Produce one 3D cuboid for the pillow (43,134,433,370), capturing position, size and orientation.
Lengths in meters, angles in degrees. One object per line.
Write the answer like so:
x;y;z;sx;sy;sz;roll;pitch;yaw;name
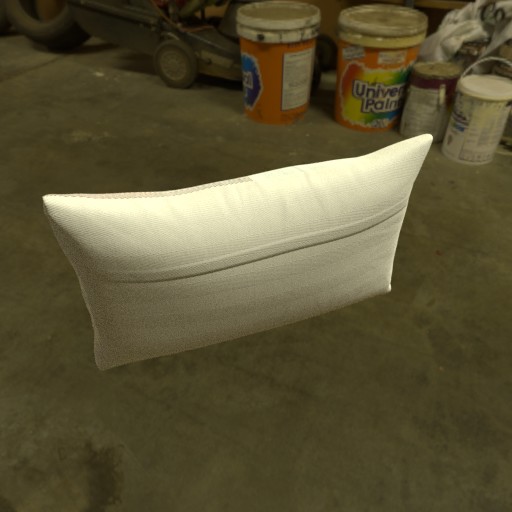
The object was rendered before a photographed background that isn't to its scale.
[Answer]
0.000;0.000;0.634;0.506;0.305;0.139;-13;42;-15;pillow
